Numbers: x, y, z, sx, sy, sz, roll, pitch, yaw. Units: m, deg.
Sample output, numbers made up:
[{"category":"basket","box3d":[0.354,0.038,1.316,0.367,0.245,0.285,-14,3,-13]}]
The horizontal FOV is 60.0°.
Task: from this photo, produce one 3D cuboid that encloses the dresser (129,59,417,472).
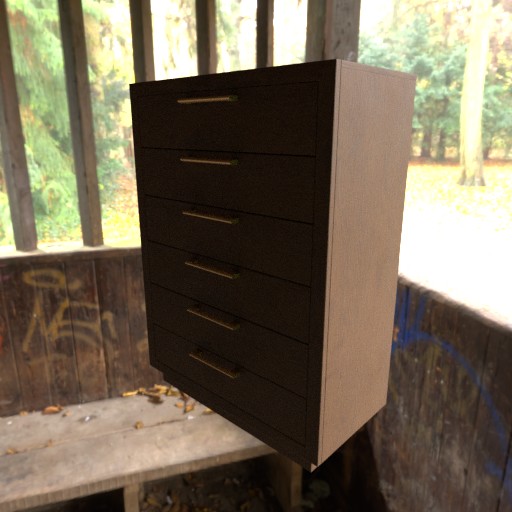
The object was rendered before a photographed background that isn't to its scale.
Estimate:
[{"category":"dresser","box3d":[0.000,0.000,1.772,0.964,1.320,0.516,14,22,41]}]
